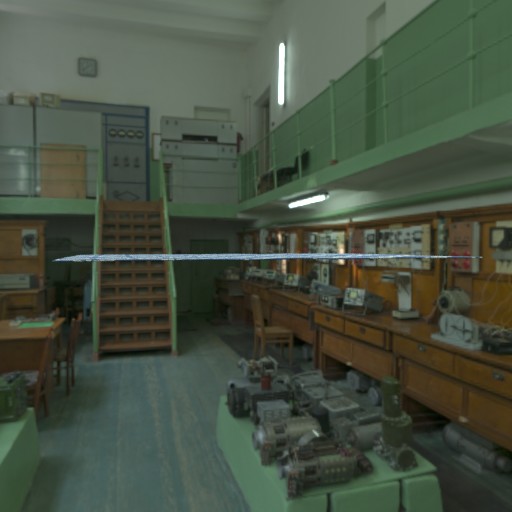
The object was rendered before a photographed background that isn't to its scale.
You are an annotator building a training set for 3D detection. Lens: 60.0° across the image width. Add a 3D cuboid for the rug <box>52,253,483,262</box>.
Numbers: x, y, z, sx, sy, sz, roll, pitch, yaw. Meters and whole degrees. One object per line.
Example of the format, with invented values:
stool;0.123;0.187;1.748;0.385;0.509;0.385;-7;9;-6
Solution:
rug;0.000;0.000;2.228;1.755;0.010;1.153;0;1;-18
